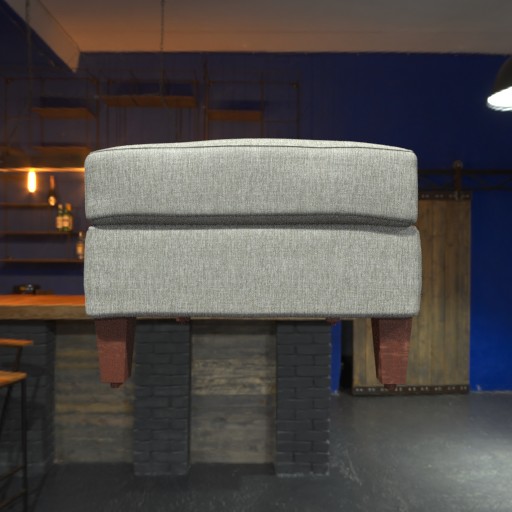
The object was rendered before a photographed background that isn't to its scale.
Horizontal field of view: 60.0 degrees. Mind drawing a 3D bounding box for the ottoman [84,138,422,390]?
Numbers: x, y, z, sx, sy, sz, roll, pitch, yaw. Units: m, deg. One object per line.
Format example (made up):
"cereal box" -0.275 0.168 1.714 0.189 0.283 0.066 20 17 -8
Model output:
"ottoman" 0.000 0.000 1.213 0.639 0.494 0.873 0 1 1
